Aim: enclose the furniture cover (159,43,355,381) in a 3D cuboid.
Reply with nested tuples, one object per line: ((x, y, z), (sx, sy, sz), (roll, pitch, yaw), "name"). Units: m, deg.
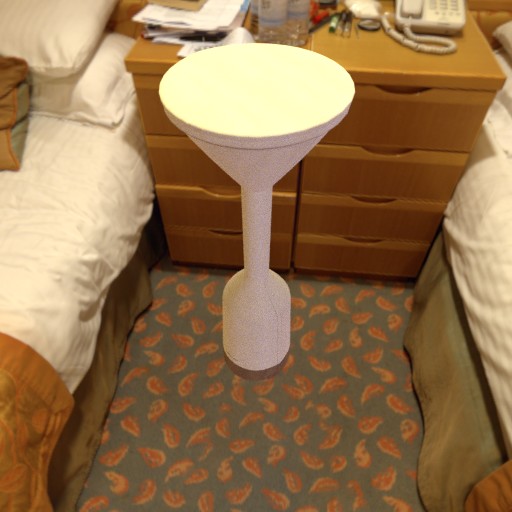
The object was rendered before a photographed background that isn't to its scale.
((0.000, 0.000, 2.966), (0.914, 2.413, 0.914), (-32, 55, -26), "furniture cover")
